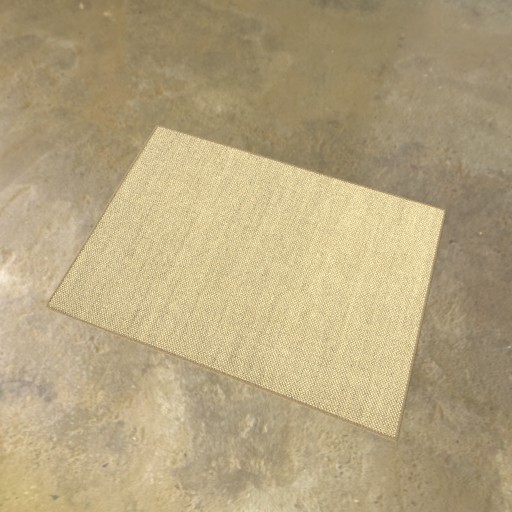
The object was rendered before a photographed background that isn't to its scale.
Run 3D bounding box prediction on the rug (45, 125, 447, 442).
[{"bbox_3d":[0.000,0.000,2.762,2.115,0.013,1.517,18,65,9],"label":"rug"}]
